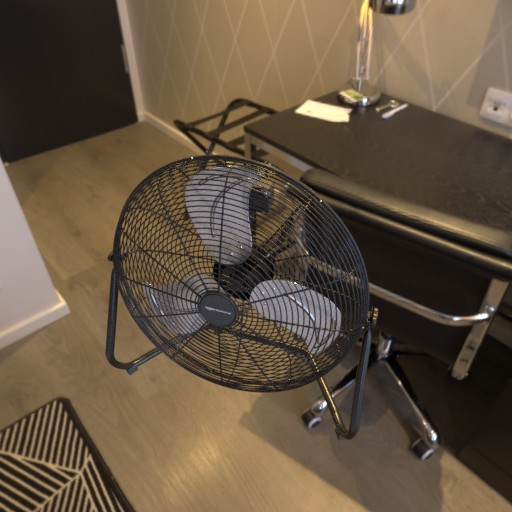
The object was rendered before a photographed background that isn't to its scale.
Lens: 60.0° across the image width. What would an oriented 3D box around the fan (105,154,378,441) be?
[{"bbox_3d":[0.000,0.000,1.005,0.595,0.605,0.470,13,43,14],"label":"fan"}]
